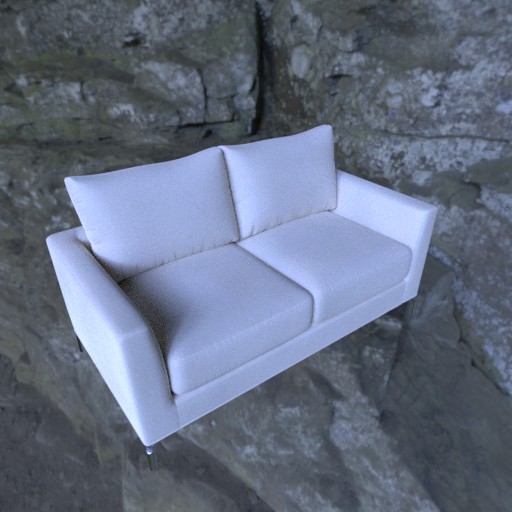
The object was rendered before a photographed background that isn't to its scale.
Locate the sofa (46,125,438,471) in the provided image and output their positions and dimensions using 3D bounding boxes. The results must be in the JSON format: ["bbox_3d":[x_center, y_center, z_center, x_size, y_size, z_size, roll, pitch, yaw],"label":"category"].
[{"bbox_3d":[0.000,0.000,2.256,1.739,0.995,0.906,-21,36,-31],"label":"sofa"}]
